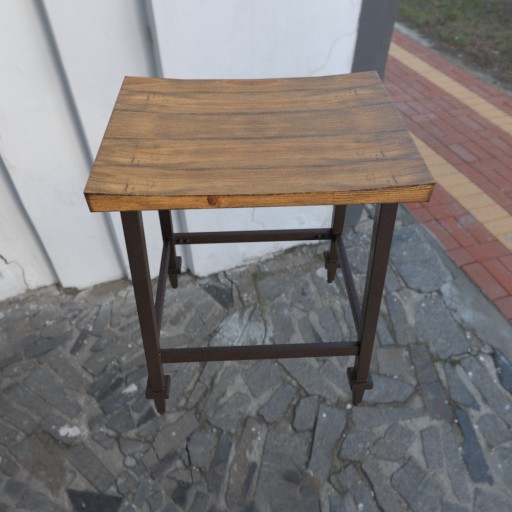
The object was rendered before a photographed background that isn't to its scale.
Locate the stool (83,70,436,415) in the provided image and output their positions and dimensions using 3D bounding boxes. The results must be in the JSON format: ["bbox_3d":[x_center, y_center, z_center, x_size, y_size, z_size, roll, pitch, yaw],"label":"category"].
[{"bbox_3d":[0.000,0.000,0.932,0.486,0.625,0.405,-2,46,-2],"label":"stool"}]
